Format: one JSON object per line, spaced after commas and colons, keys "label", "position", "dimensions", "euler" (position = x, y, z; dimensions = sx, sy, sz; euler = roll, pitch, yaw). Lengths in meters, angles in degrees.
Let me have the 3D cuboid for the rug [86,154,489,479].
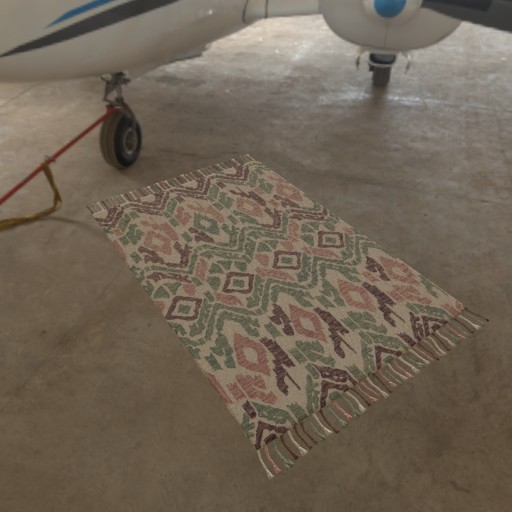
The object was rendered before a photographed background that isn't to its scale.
{"label": "rug", "position": [0.000, 0.000, 2.914], "dimensions": [1.524, 0.011, 2.438], "euler": [-24, 46, -26]}
